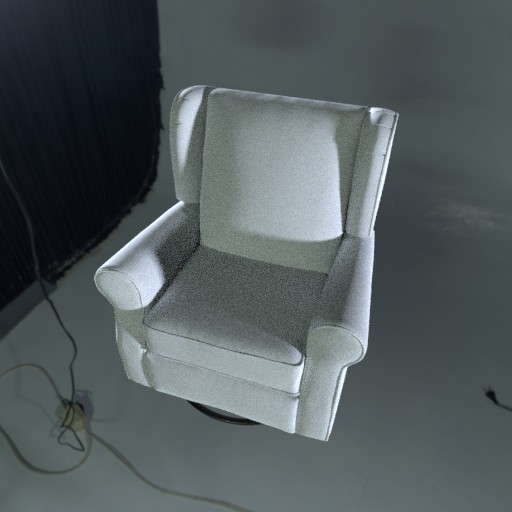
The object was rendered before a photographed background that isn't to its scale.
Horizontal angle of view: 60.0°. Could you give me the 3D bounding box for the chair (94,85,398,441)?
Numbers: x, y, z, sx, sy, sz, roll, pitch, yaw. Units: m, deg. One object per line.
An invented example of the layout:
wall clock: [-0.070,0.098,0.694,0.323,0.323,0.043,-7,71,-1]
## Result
chair: [0.000,0.000,1.664,0.906,0.967,0.854,13,43,14]
